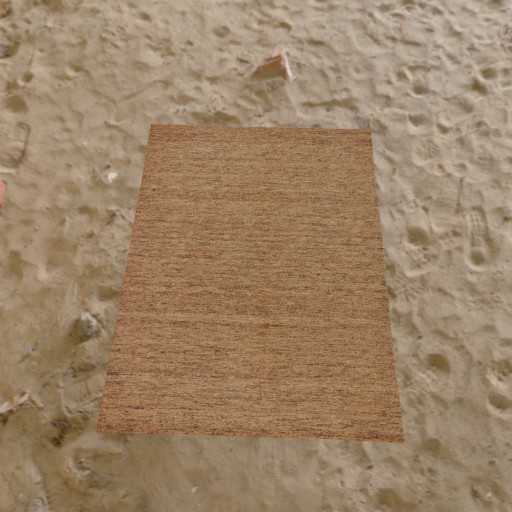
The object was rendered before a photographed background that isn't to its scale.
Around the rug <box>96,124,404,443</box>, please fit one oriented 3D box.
[{"bbox_3d":[0.000,0.000,4.211,2.438,0.012,3.200,2,64,1],"label":"rug"}]
